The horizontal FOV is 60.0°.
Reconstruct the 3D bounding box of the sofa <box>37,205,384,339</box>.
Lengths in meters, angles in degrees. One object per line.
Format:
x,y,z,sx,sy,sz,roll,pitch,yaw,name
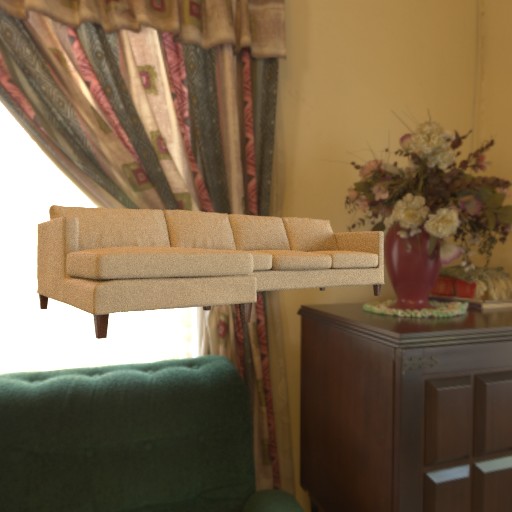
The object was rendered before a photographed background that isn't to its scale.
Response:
0.000,0.000,3.822,3.186,0.846,1.625,0,0,-36,sofa
